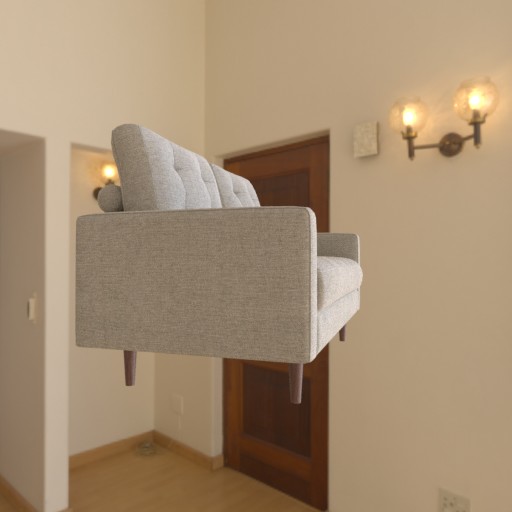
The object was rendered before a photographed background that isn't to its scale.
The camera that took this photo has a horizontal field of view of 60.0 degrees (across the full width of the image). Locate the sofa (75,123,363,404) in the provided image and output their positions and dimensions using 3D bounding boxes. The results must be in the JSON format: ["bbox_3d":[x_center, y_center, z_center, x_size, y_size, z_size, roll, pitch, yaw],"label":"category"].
[{"bbox_3d":[0.000,0.000,1.981,0.842,0.907,1.407,0,-1,18],"label":"sofa"}]
